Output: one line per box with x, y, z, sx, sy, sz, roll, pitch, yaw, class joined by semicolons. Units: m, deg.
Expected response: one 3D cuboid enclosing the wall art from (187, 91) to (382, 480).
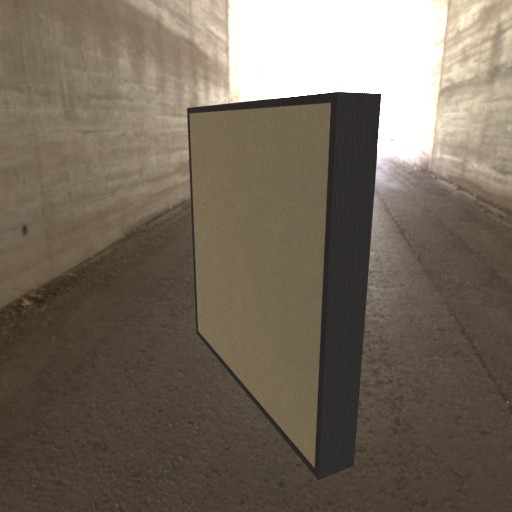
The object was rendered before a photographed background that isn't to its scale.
0.000;0.000;0.459;0.036;0.300;0.302;-8;18;-25;wall art
